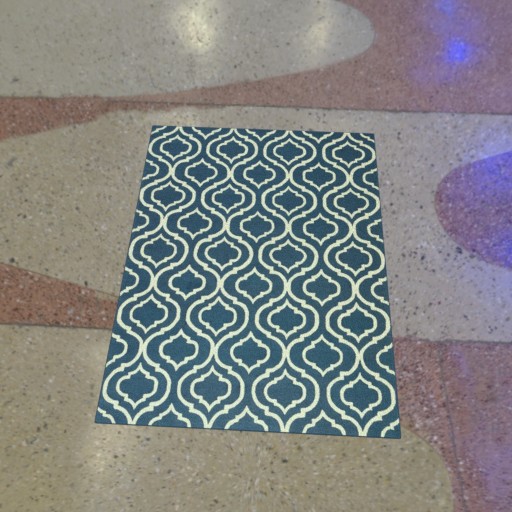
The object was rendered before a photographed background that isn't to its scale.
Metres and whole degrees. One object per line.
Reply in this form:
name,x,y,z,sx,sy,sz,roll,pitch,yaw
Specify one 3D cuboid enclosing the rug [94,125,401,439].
rug,0.000,0.000,3.902,2.270,0.020,2.881,2,64,1
